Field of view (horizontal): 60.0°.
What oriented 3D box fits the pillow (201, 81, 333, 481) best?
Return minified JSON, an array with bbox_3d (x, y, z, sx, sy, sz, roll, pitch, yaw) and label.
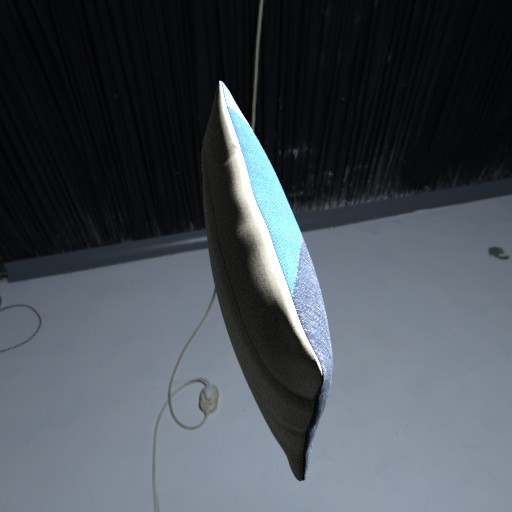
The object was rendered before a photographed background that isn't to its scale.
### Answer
[{"bbox_3d":[0.000,0.000,0.712,0.148,0.307,0.604,-9,48,-8],"label":"pillow"}]
